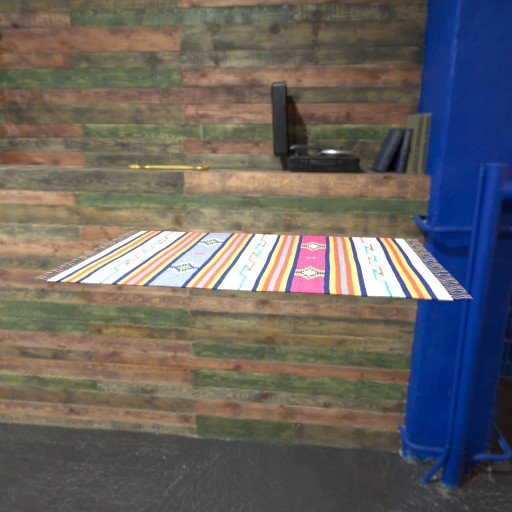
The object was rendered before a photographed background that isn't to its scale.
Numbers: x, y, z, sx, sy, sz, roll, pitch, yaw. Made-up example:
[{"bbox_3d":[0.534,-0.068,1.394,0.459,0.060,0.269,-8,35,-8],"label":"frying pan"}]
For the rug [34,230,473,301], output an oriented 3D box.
[{"bbox_3d":[0.000,0.000,2.331,1.849,0.013,1.084,2,15,8],"label":"rug"}]
